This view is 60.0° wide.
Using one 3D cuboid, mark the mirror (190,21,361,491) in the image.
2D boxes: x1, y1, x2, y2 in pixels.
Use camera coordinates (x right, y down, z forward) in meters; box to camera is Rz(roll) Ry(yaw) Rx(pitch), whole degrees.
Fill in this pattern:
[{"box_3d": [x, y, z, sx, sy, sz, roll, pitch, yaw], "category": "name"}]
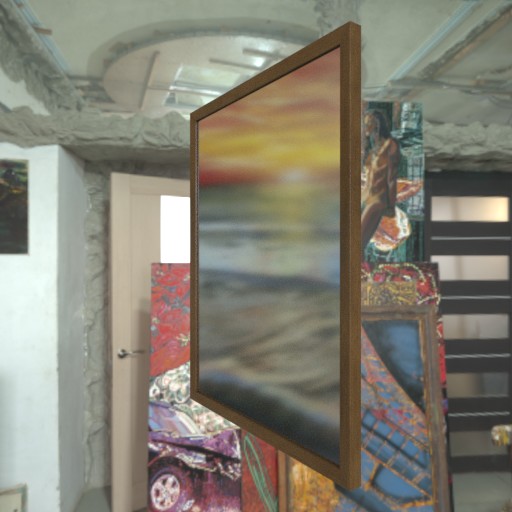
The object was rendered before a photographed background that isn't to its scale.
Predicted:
[{"box_3d": [0.000, 0.000, 1.279, 0.040, 1.016, 0.762, 0, 0, -35], "category": "mirror"}]
